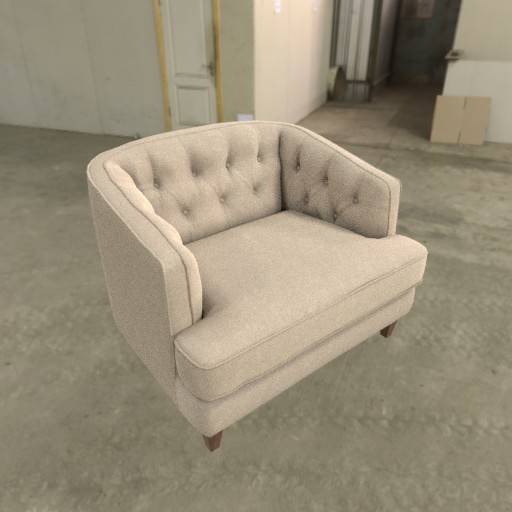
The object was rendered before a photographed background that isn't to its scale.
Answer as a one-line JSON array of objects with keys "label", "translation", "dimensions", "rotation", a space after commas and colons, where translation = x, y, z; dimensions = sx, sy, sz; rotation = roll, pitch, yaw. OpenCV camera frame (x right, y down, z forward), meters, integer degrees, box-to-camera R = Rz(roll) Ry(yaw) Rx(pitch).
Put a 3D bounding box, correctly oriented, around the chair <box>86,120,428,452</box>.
[{"label": "chair", "translation": [0.000, 0.000, 1.796], "dimensions": [1.104, 0.852, 0.941], "rotation": [-22, 36, -32]}]
